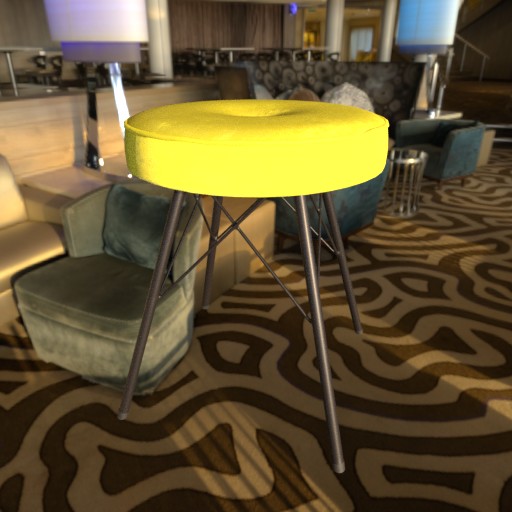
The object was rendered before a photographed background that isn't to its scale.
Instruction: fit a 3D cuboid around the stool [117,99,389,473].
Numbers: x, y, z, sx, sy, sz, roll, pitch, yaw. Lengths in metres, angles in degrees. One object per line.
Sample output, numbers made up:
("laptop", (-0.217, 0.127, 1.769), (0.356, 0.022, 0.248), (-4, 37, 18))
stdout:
("stool", (0.000, 0.000, 0.799), (0.409, 0.508, 0.409), (7, 26, 15))
